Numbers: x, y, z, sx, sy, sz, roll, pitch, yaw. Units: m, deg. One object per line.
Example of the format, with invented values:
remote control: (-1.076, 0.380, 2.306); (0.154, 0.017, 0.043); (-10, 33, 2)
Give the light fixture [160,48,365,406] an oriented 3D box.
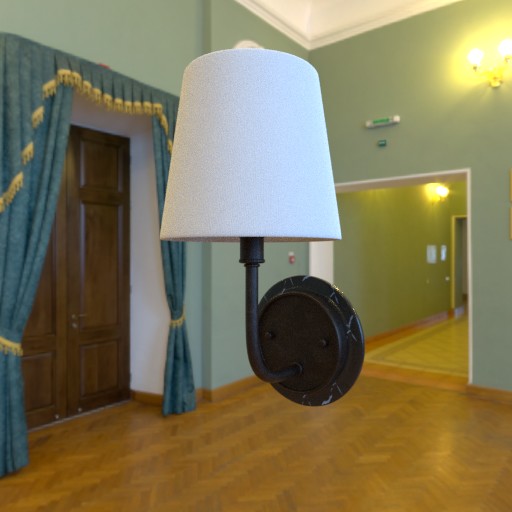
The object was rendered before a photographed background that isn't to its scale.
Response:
light fixture: (0.000, 0.000, 0.429); (0.168, 0.337, 0.188); (0, 0, 37)
